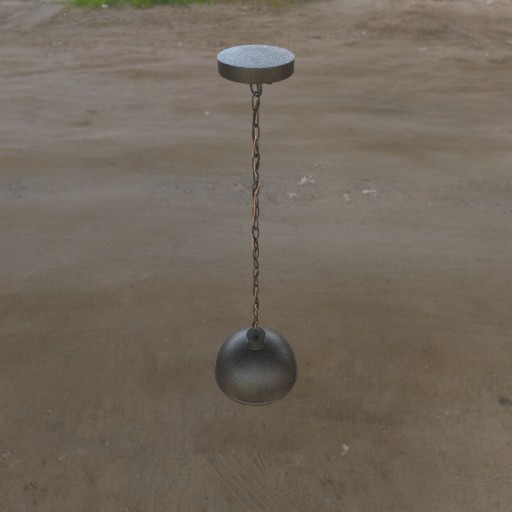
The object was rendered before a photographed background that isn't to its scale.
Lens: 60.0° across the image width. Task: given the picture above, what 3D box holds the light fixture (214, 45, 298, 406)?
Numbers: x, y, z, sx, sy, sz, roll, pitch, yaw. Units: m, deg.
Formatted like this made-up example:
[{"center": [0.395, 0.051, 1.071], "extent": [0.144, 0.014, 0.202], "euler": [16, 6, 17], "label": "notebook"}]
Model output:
[{"center": [0.000, 0.000, 1.271], "extent": [0.304, 1.090, 0.304], "euler": [-24, 46, -26], "label": "light fixture"}]
